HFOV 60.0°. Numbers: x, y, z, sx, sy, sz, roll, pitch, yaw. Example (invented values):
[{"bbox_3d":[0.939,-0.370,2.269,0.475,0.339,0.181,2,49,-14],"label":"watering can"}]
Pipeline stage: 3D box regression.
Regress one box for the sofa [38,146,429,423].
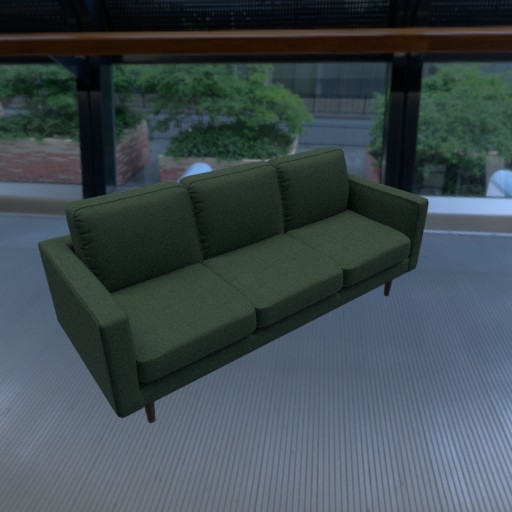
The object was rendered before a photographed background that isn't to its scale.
[{"bbox_3d":[0.000,0.000,2.511,2.029,0.899,0.879,-20,35,-32],"label":"sofa"}]
